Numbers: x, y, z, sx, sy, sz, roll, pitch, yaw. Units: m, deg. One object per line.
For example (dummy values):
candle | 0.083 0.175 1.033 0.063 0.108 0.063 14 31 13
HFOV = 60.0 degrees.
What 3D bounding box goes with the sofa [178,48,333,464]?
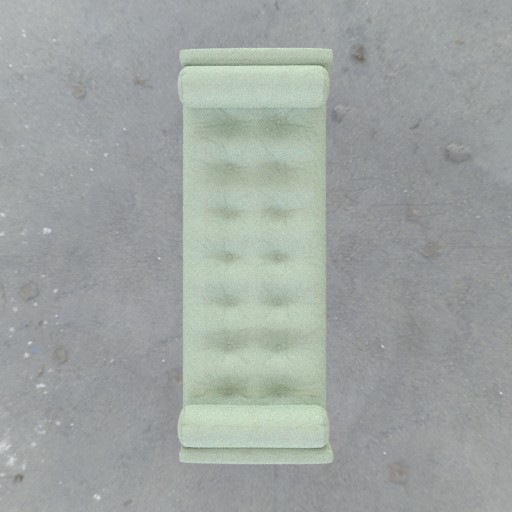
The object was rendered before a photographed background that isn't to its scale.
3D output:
sofa | 0.000 0.000 2.510 0.796 0.705 2.102 0 90 1
